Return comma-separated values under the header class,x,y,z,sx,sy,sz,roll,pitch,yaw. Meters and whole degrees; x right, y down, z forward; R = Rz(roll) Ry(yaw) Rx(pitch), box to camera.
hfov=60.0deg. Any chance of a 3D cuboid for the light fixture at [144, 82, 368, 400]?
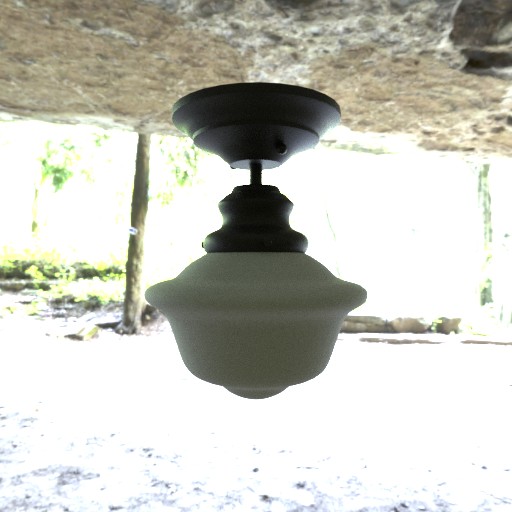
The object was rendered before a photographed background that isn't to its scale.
class,x,y,z,sx,sy,sz,roll,pitch,yaw
light fixture,0.000,0.000,0.400,0.197,0.254,0.197,0,-1,0
